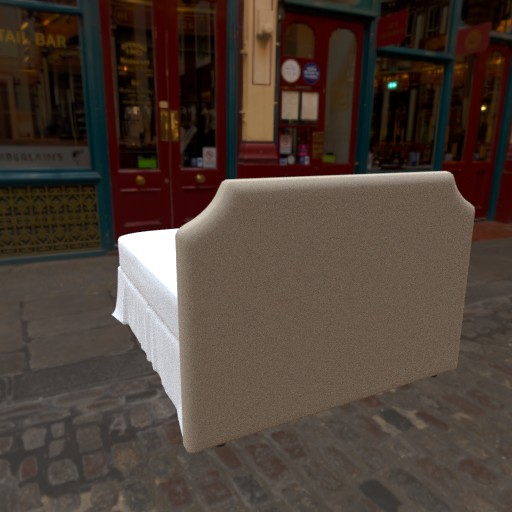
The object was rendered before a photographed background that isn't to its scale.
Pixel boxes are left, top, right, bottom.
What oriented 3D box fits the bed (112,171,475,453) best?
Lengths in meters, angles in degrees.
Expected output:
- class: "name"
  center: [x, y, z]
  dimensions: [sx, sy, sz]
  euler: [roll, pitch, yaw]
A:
- class: "bed"
  center: [0.000, 0.000, 3.261]
  dimensions: [1.828, 1.301, 2.204]
  euler: [-7, 16, -26]
